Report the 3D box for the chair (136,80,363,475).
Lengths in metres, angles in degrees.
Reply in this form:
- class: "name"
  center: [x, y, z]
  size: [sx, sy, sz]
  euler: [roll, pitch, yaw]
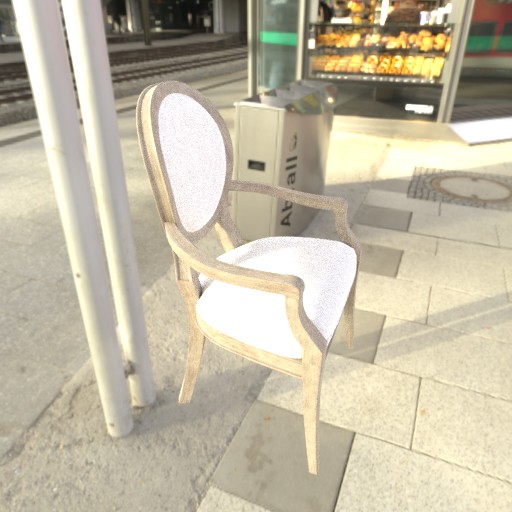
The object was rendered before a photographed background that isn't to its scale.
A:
- class: "chair"
  center: [0.000, 0.000, 1.368]
  size: [0.602, 0.991, 0.611]
  euler: [10, 30, 18]
